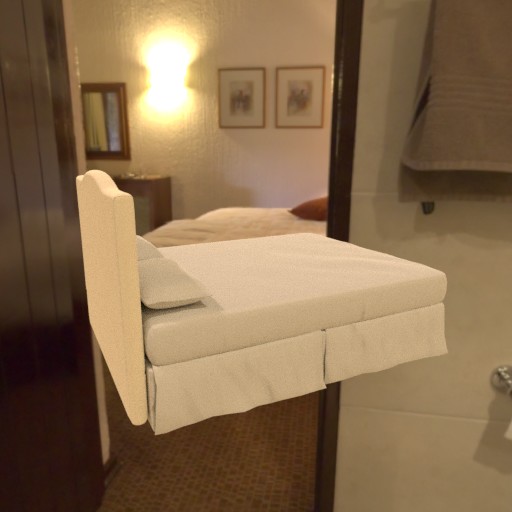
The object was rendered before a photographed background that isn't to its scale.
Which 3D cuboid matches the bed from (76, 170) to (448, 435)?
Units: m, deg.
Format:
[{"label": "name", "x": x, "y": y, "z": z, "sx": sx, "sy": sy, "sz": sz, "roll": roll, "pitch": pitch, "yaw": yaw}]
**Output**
[{"label": "bed", "x": 0.000, "y": 0.000, "z": 3.631, "sx": 2.477, "sy": 1.437, "sz": 1.977, "roll": -7, "pitch": 16, "yaw": -27}]
